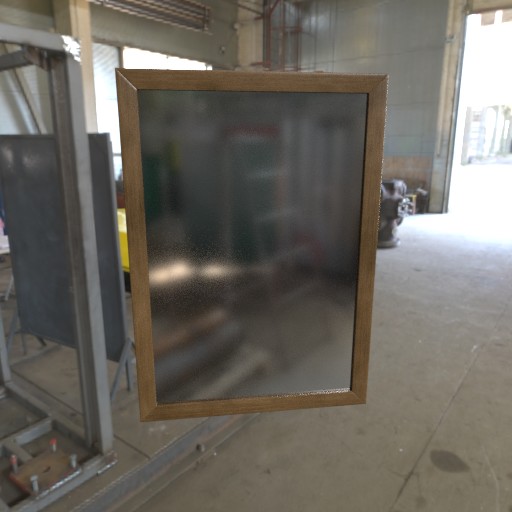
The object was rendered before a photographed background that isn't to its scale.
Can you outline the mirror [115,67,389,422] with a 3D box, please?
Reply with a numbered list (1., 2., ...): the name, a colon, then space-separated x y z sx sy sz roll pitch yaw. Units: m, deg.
1. mirror: 0.000 0.000 0.919 0.507 0.710 0.040 -2 14 -8
